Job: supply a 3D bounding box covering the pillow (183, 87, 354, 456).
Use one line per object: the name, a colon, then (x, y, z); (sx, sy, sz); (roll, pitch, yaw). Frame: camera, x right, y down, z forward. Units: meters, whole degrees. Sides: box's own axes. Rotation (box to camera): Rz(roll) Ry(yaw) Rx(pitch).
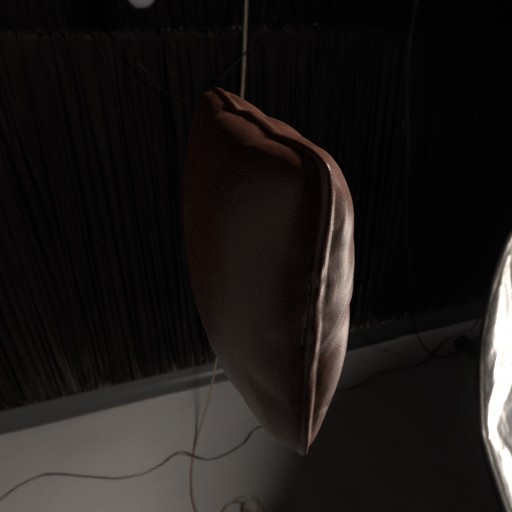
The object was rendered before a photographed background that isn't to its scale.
pillow: (0.000, 0.000, 0.815); (0.236, 0.523, 0.532); (-10, 32, -17)
